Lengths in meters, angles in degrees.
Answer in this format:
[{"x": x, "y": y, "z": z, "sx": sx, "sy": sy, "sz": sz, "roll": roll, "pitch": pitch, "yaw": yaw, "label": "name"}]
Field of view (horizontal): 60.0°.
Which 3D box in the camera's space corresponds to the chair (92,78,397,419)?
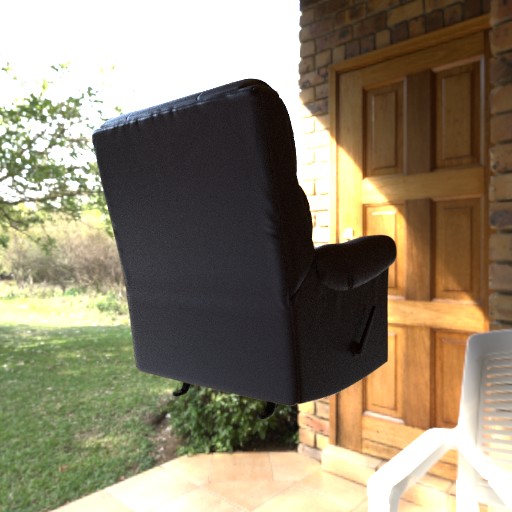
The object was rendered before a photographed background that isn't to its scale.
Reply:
[{"x": 0.000, "y": 0.000, "z": 1.769, "sx": 0.838, "sy": 1.054, "sz": 1.014, "roll": 0, "pitch": 0, "yaw": 36, "label": "chair"}]
